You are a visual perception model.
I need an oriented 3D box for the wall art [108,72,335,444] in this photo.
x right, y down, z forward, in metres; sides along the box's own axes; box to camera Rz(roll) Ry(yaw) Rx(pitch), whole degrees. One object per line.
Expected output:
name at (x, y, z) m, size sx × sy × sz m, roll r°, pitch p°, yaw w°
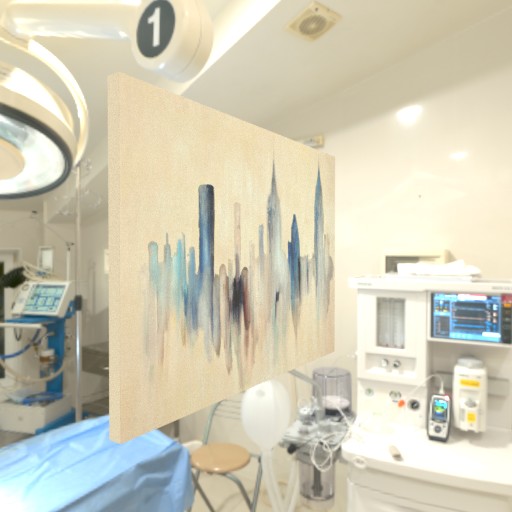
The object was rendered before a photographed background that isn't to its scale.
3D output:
wall art at (0.000, 0.000, 1.331) m, size 0.038 × 0.762 × 1.016 m, roll 1°, pitch 1°, yaw 35°
